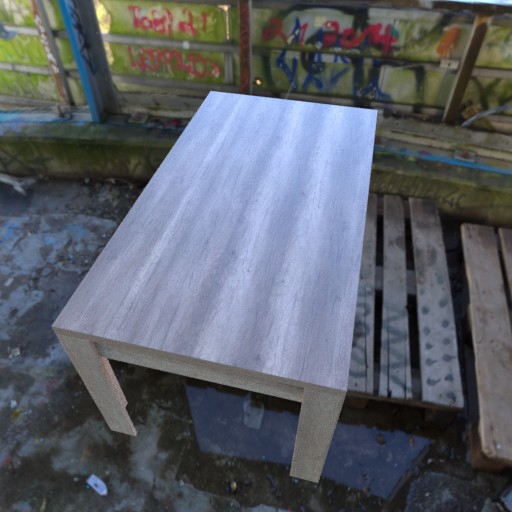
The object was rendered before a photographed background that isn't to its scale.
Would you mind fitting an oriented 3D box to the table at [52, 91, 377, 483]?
[{"bbox_3d":[0.000,0.000,2.101,0.900,0.775,1.600,10,47,9],"label":"table"}]
